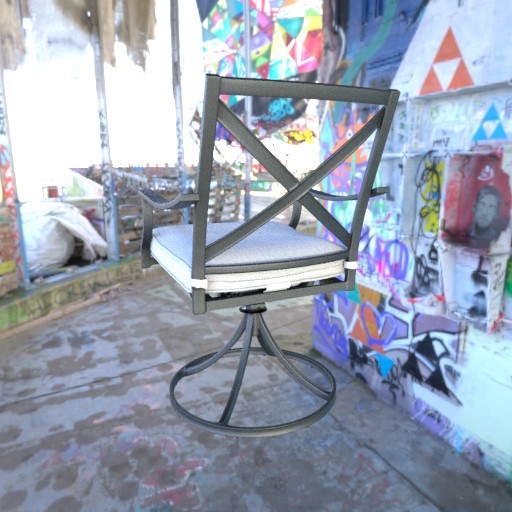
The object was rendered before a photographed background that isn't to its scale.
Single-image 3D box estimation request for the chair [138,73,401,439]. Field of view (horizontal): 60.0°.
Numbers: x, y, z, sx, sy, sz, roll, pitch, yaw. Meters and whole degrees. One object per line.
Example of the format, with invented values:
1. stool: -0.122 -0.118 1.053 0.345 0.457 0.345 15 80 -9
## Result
1. chair: 0.000 0.000 1.311 0.575 0.889 0.620 -6 14 -25
